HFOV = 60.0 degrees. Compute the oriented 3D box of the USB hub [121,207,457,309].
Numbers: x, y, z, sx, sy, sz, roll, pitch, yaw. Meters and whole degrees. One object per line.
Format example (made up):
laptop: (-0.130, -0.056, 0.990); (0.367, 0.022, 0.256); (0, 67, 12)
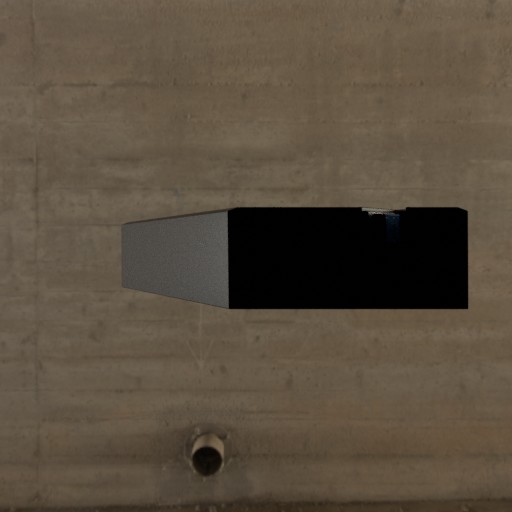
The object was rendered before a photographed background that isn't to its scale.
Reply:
USB hub: (0.000, 0.000, 0.129); (0.044, 0.023, 0.110); (-1, 1, -36)
